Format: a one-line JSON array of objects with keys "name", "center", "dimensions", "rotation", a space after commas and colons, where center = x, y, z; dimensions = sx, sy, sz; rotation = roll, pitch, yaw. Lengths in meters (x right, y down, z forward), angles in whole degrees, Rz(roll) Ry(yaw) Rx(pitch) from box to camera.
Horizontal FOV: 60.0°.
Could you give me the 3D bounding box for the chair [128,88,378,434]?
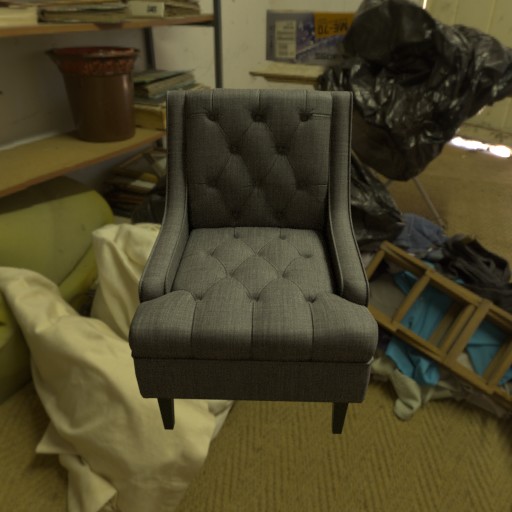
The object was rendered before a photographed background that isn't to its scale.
[{"name": "chair", "center": [0.000, 0.000, 1.414], "dimensions": [0.655, 0.891, 0.771], "rotation": [1, 31, 1]}]
